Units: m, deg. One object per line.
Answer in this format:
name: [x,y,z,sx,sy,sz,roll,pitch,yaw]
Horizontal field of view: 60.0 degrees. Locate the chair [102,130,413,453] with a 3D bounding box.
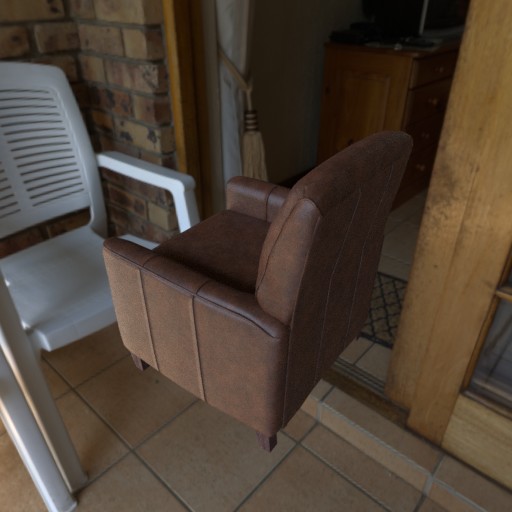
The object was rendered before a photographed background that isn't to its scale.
chair: [0.000,0.000,1.702,0.850,1.010,0.839,21,38,30]
